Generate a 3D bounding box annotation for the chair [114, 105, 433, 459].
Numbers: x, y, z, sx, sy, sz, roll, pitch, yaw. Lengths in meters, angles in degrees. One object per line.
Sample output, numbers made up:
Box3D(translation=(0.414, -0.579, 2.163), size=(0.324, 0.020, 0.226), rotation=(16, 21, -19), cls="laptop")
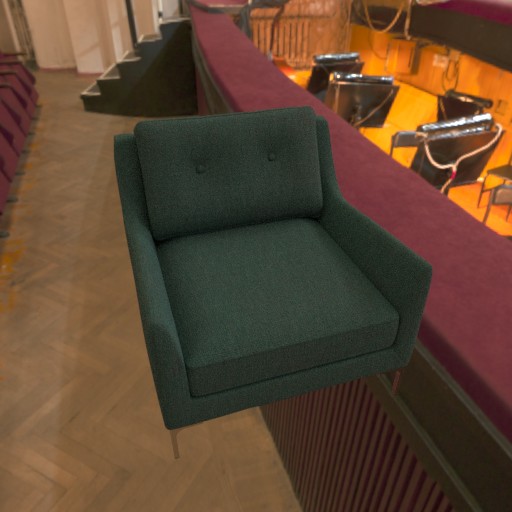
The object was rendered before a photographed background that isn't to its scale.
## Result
Box3D(translation=(0.000, 0.000, 1.559), size=(0.847, 0.828, 0.849), rotation=(-10, 35, -15), cls="chair")
